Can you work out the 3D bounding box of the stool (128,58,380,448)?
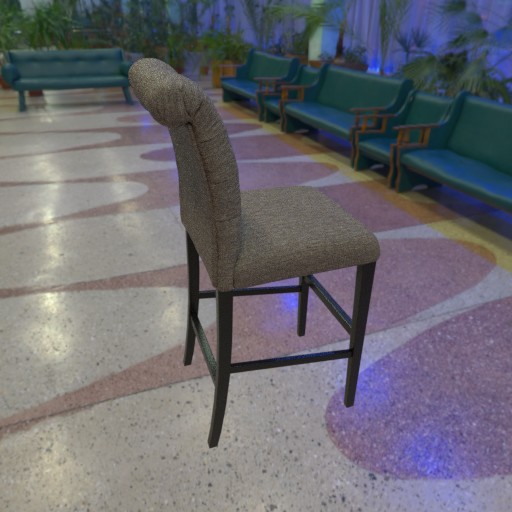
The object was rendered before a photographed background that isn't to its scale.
[{"bbox_3d":[0.000,0.000,1.400,0.613,1.131,0.452,-10,32,-17],"label":"stool"}]
